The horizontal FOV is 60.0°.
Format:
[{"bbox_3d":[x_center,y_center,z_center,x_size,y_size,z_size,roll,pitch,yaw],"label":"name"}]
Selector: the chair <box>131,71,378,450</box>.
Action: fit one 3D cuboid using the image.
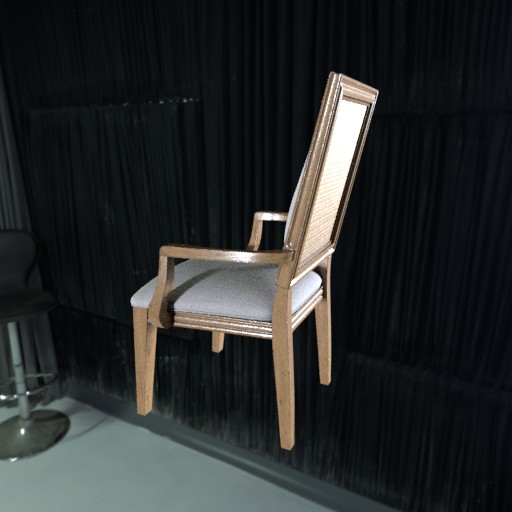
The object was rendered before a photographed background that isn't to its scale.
[{"bbox_3d":[0.000,0.000,1.377,0.602,0.990,0.606,7,17,24],"label":"chair"}]
